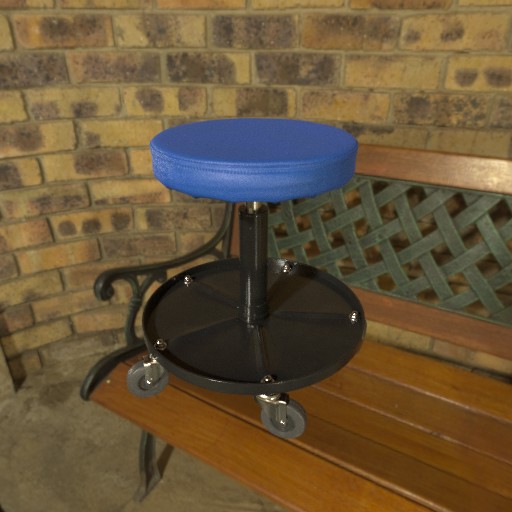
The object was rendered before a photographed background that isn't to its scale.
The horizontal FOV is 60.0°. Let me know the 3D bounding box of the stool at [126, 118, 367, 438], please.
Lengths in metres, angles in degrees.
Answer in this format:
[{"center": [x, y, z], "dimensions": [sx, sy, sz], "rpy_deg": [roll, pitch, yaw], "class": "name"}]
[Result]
[{"center": [0.000, 0.000, 0.674], "dimensions": [0.381, 0.365, 0.382], "rpy_deg": [0, 27, 0], "class": "stool"}]
